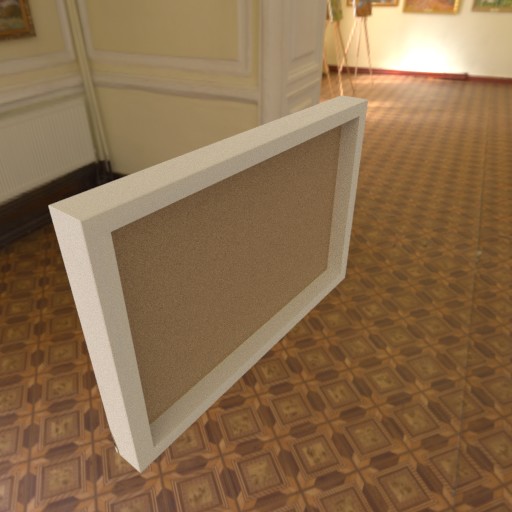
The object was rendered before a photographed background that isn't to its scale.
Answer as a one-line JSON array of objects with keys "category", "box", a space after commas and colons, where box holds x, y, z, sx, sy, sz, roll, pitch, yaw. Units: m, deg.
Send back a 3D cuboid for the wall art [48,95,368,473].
[{"category": "wall art", "box": [0.000, 0.000, 0.466, 0.039, 0.254, 0.384, 23, 39, 31]}]
